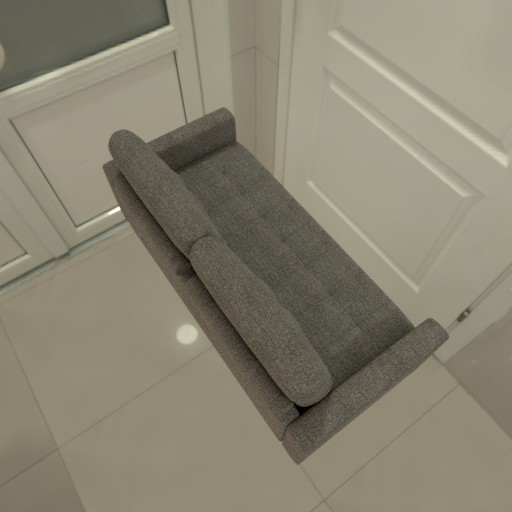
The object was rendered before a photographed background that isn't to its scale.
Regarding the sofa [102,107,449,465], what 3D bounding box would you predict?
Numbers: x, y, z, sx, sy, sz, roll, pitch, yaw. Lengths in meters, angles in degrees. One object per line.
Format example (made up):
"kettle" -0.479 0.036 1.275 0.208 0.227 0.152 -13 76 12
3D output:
"sofa" 0.000 0.000 2.340 0.863 0.902 1.821 -31 64 -17
